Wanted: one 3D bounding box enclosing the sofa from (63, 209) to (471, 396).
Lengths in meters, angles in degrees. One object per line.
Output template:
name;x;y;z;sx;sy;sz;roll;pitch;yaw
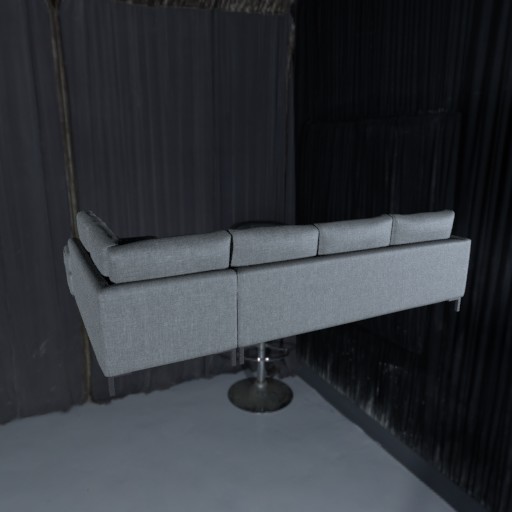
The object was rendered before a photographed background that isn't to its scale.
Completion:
sofa;0.000;0.000;3.856;2.972;0.858;1.984;-7;16;-26
